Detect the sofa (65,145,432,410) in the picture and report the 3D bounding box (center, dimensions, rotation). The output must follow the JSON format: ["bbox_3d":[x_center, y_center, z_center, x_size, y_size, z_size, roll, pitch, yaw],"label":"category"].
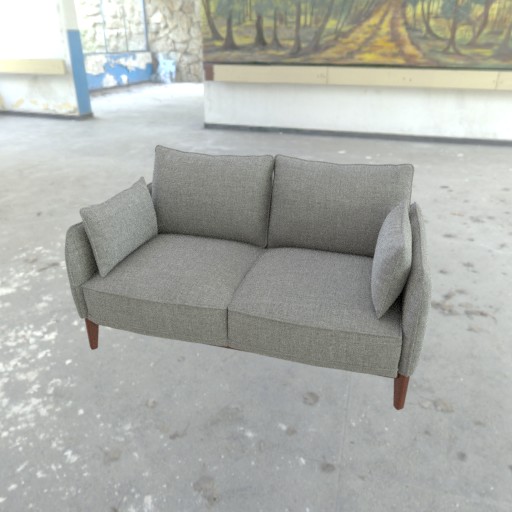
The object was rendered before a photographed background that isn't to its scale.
[{"bbox_3d":[0.000,0.000,2.179,1.580,0.851,0.972,7,27,14],"label":"sofa"}]
